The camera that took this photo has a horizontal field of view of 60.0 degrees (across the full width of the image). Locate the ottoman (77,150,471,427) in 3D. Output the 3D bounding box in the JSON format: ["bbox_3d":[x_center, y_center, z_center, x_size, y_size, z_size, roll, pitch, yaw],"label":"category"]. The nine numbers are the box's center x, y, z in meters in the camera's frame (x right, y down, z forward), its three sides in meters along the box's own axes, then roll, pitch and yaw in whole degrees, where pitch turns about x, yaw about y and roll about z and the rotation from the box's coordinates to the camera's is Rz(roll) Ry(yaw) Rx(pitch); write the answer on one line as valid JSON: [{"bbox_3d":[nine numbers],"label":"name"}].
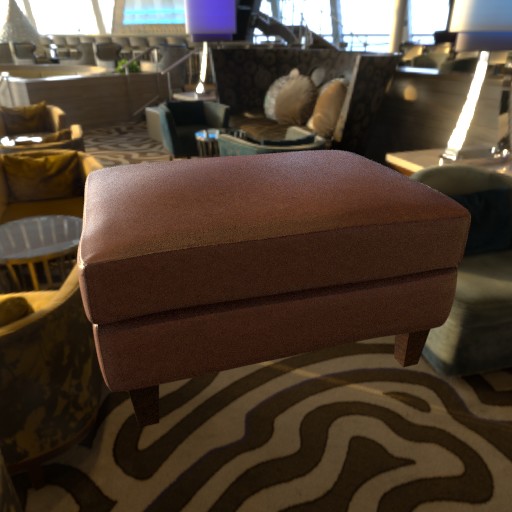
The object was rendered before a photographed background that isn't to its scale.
[{"bbox_3d":[0.000,0.000,1.221,0.851,0.485,0.650,-8,28,-15],"label":"ottoman"}]
